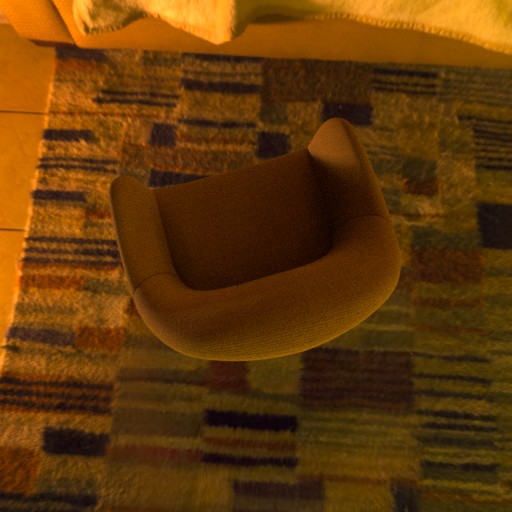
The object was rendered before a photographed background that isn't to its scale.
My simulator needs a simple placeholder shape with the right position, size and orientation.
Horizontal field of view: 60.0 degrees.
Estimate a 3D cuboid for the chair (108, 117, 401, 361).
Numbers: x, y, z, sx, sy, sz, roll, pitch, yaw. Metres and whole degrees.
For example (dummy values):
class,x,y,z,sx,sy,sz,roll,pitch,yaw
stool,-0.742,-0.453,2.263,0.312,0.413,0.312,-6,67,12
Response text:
class,x,y,z,sx,sy,sz,roll,pitch,yaw
chair,0.000,0.000,1.174,0.590,0.795,0.550,-16,76,-4
